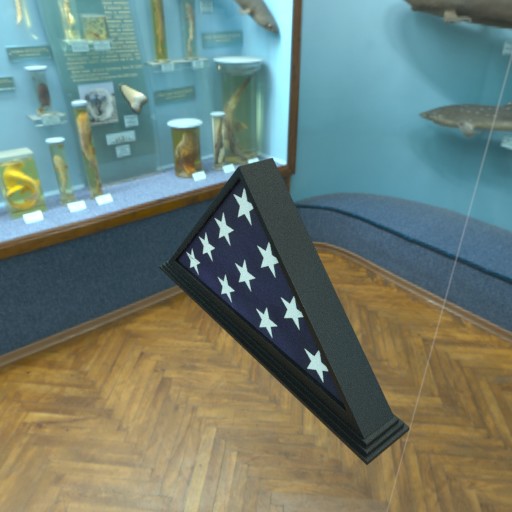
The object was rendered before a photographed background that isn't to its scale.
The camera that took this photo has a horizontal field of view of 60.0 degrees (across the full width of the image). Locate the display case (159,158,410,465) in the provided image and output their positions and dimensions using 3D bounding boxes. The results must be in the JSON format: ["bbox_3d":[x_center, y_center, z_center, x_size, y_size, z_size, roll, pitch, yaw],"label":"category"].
[{"bbox_3d":[0.000,0.000,0.773,0.095,0.340,0.640,-21,37,-31],"label":"display case"}]
